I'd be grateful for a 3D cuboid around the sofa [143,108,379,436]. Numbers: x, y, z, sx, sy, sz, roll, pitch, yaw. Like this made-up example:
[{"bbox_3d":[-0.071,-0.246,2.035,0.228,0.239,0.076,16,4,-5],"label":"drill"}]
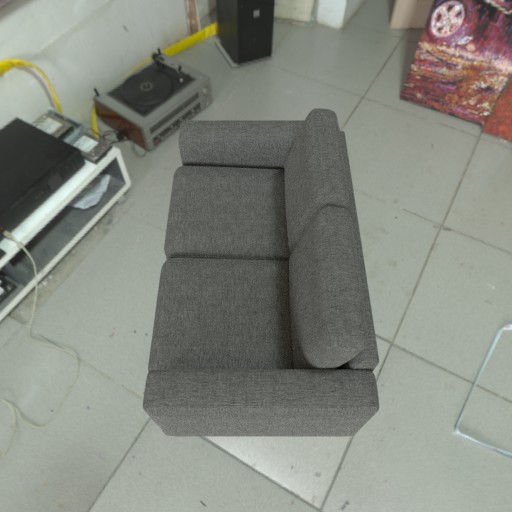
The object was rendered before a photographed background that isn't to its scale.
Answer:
[{"bbox_3d":[0.000,0.000,2.104,0.900,0.800,1.520,0,58,0],"label":"sofa"}]
